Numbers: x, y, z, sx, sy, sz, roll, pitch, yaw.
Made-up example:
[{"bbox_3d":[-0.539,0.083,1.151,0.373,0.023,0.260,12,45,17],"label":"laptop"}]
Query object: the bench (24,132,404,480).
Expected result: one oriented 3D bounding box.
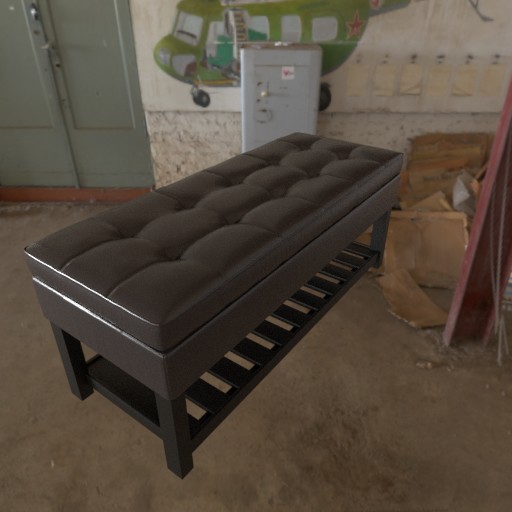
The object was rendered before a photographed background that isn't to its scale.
[{"bbox_3d":[0.000,0.000,1.309,0.432,0.460,1.105,21,37,31],"label":"bench"}]
